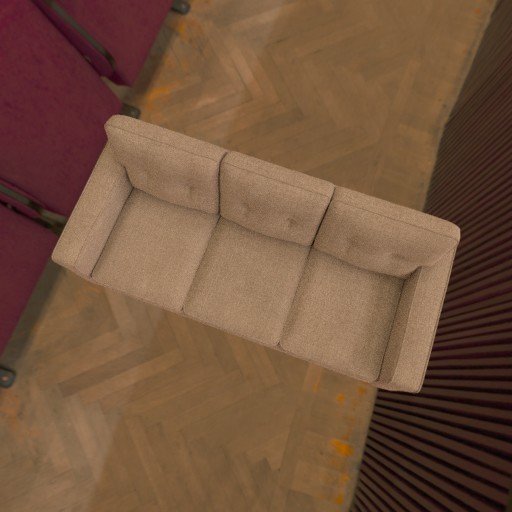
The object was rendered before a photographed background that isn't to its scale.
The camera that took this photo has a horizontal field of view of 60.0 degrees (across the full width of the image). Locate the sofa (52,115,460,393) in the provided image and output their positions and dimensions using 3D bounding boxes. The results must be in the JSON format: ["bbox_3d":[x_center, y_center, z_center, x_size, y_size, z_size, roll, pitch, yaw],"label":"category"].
[{"bbox_3d":[0.000,0.000,2.640,2.133,0.965,0.939,19,76,5],"label":"sofa"}]
